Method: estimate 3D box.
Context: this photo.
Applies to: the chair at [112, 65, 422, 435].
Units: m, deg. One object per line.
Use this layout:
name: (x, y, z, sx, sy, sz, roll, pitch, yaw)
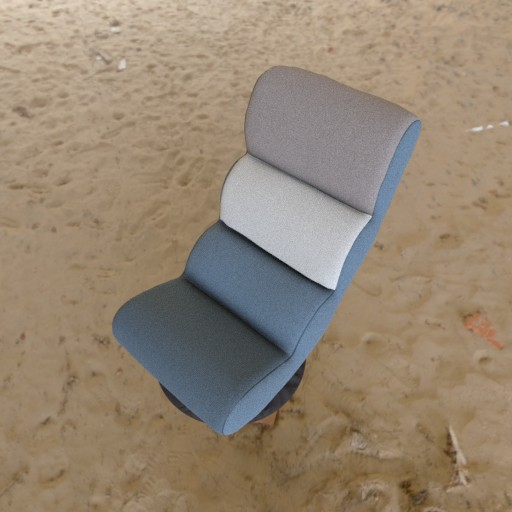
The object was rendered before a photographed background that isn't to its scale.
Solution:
chair: (0.000, 0.000, 1.065, 0.420, 0.641, 0.661, 33, 55, 27)
